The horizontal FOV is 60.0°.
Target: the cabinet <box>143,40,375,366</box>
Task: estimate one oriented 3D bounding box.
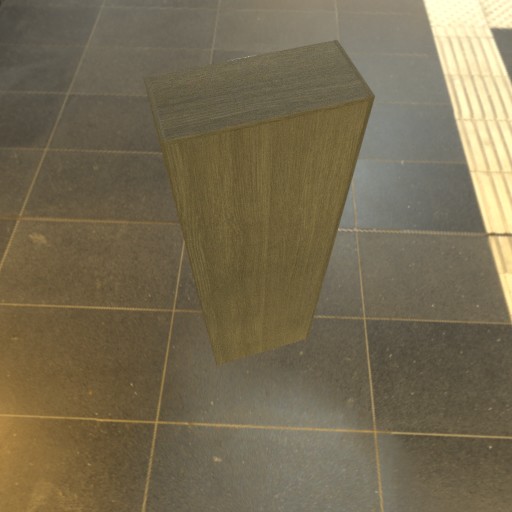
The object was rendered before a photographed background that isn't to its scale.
[{"bbox_3d":[0.000,0.000,1.783,0.520,1.630,0.255,-15,60,-9],"label":"cabinet"}]
